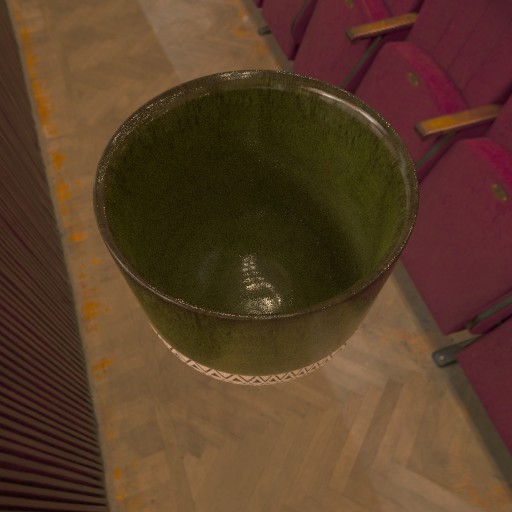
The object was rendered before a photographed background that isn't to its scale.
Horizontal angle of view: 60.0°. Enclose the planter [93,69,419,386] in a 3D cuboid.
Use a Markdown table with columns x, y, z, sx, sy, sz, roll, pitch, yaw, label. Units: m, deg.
| x | y | z | sx | sy | sz | roll | pitch | yaw | label |
| --- | --- | --- | --- | --- | --- | --- | --- | --- | --- |
| 0.000 | 0.000 | 0.480 | 0.266 | 0.270 | 0.266 | 0 | 59 | 0 | planter |
